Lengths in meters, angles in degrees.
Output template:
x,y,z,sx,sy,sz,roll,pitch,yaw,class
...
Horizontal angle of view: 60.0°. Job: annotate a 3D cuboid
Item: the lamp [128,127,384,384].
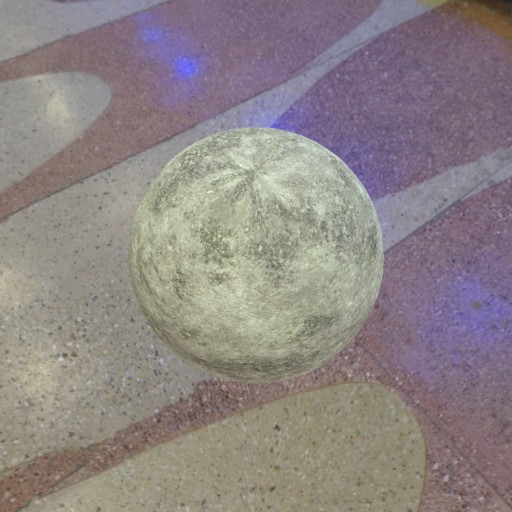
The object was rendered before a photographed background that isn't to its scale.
x,y,z,sx,sy,sz,roll,pitch,yaw,class
0.000,0.000,0.762,0.422,0.429,0.422,0,59,0,lamp
